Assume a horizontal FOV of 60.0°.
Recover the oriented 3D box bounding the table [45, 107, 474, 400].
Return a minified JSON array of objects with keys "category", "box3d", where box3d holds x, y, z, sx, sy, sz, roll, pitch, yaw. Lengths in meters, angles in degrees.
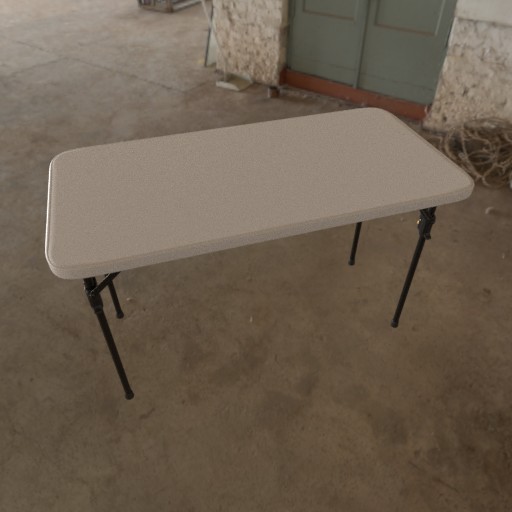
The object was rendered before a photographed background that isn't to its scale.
[{"category":"table","box3d":[0.000,0.000,1.615,1.219,0.729,0.610,-12,43,-13]}]
